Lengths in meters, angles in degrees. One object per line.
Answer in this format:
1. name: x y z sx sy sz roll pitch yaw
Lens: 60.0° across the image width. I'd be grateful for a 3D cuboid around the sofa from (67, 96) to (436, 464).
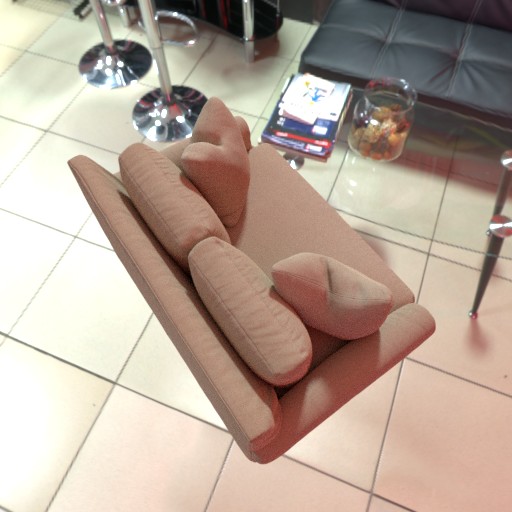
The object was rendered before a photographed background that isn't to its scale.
1. sofa: 0.000 0.000 2.129 1.070 0.905 1.550 -32 65 -16
